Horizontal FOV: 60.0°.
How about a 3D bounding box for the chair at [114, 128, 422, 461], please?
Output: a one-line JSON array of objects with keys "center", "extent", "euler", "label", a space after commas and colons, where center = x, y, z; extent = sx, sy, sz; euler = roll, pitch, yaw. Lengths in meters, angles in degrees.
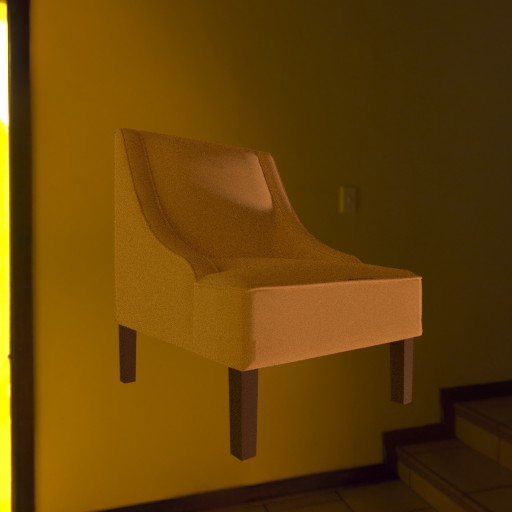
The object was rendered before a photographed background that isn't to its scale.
[{"center": [0.000, 0.000, 1.449], "extent": [0.689, 0.886, 0.806], "euler": [-1, 1, -37], "label": "chair"}]
